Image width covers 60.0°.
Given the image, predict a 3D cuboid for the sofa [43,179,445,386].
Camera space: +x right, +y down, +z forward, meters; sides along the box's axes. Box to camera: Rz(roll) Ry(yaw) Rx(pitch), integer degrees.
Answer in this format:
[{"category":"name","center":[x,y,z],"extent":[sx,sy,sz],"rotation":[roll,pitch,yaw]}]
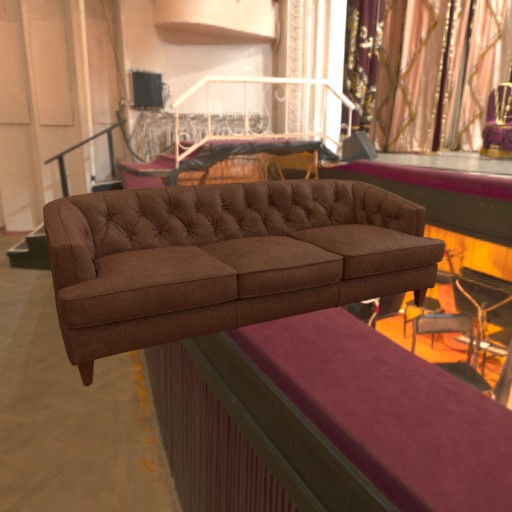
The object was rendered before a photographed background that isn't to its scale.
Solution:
[{"category":"sofa","center":[0.000,0.000,2.646],"extent":[2.227,0.787,0.927],"rotation":[-8,17,-26]}]
